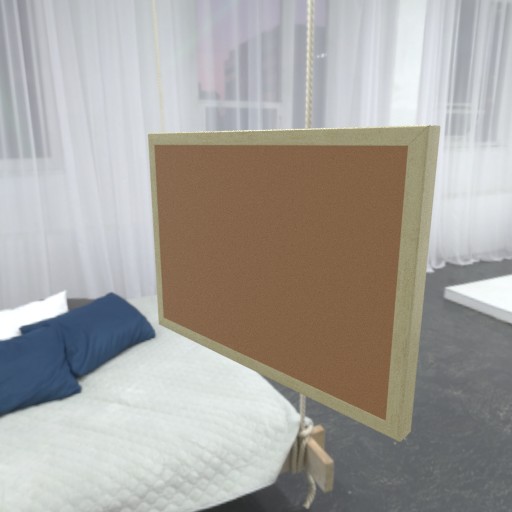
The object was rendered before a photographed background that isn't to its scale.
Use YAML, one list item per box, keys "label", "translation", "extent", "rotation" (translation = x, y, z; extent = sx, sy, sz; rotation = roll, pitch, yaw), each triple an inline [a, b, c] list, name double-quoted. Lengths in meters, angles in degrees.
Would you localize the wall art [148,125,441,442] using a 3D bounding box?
- label: "wall art"
  translation: [0.000, 0.000, 0.699]
  extent: [0.533, 0.381, 0.032]
  rotation: [14, 20, 43]
